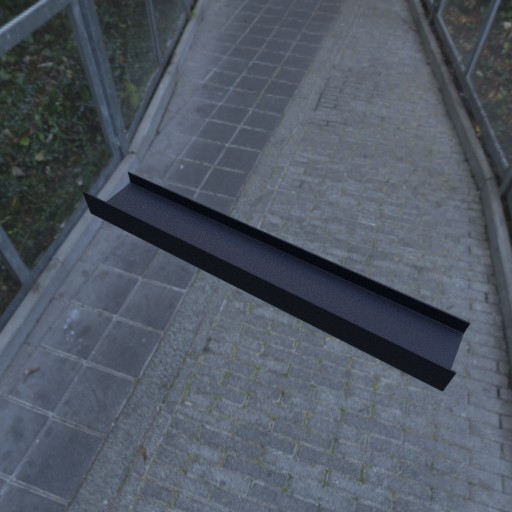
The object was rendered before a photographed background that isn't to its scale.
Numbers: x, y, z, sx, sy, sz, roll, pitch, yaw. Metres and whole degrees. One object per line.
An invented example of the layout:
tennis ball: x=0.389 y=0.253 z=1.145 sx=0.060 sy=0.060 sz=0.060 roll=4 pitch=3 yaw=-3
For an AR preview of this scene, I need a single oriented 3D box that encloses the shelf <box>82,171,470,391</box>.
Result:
shelf: x=0.000 y=0.000 z=0.663 sx=0.605 sy=0.053 sz=0.102 roll=25 pitch=53 yaw=21
